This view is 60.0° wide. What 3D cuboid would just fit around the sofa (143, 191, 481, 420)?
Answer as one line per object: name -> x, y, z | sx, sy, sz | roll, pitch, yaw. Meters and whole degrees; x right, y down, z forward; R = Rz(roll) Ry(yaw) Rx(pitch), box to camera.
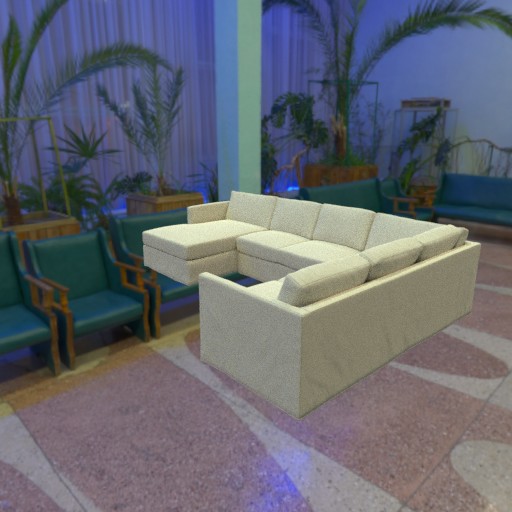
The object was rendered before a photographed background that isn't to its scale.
sofa -> 0.000, 0.000, 4.537 | 2.448, 0.882, 3.464 | -14, 21, -40
